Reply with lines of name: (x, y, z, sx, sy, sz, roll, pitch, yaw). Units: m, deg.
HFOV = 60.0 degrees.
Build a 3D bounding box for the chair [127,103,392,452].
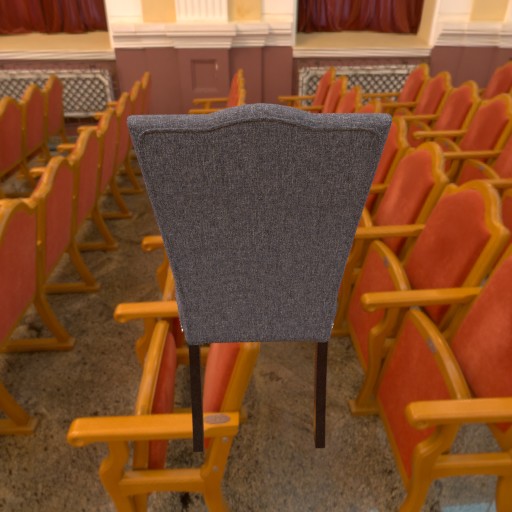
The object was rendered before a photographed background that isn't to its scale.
chair: (0.000, 0.000, 1.270, 0.518, 0.946, 0.589, -1, 30, -2)
